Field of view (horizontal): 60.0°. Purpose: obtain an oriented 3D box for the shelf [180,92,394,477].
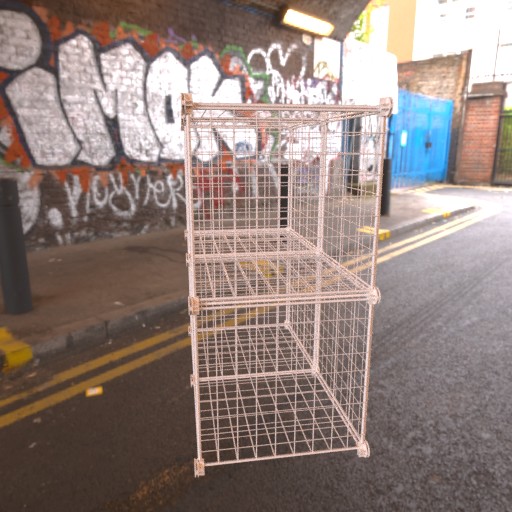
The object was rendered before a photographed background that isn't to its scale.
[{"bbox_3d":[0.000,0.000,1.141,0.356,0.711,0.711,-2,14,-9],"label":"shelf"}]
